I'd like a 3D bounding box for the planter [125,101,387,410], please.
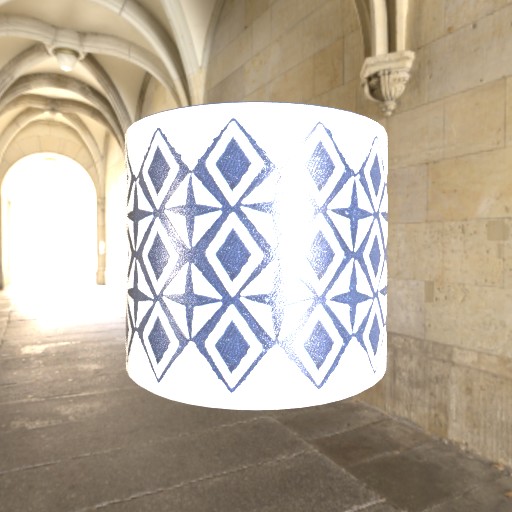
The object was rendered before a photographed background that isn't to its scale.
[{"bbox_3d":[0.000,0.000,0.281,0.159,0.144,0.159,0,1,0],"label":"planter"}]
